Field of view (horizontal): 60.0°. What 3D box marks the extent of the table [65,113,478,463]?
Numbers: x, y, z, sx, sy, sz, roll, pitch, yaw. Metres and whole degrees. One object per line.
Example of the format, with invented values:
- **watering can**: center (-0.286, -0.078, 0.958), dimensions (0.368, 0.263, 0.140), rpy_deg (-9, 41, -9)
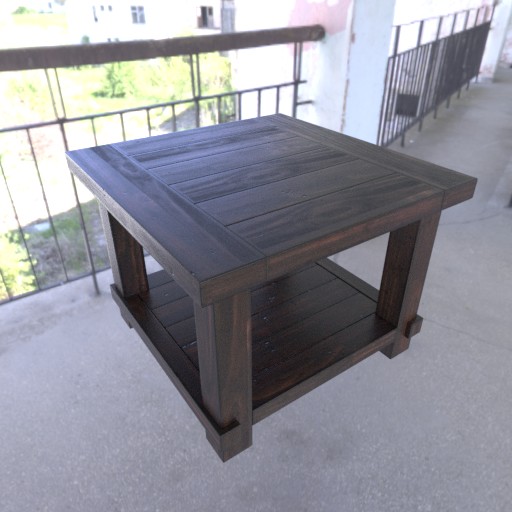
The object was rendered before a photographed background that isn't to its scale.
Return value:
- **table**: center (0.000, 0.000, 1.010), dimensions (0.593, 0.437, 0.606), rpy_deg (-20, 37, -29)
